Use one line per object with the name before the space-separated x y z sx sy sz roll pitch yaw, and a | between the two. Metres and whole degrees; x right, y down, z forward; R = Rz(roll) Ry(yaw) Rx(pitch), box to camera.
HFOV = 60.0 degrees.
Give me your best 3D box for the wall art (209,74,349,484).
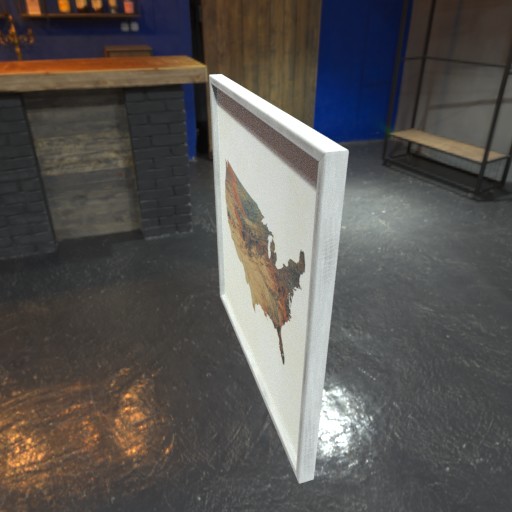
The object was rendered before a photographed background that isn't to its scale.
wall art | 0.000 0.000 0.448 0.015 0.303 0.303 -9 31 -15
